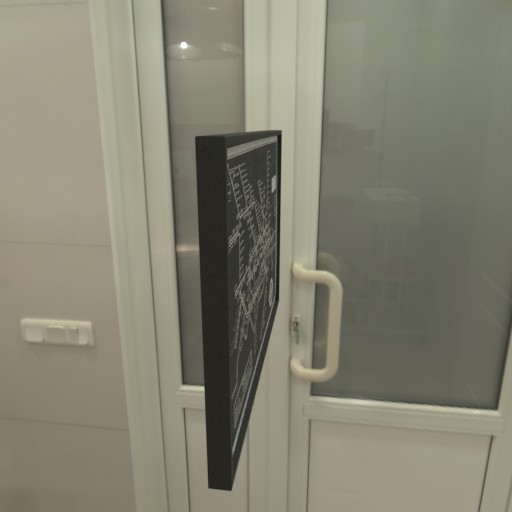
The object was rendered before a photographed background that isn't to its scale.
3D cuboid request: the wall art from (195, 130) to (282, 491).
[{"bbox_3d":[0.000,0.000,0.559,0.021,0.301,0.443,2,17,8],"label":"wall art"}]
